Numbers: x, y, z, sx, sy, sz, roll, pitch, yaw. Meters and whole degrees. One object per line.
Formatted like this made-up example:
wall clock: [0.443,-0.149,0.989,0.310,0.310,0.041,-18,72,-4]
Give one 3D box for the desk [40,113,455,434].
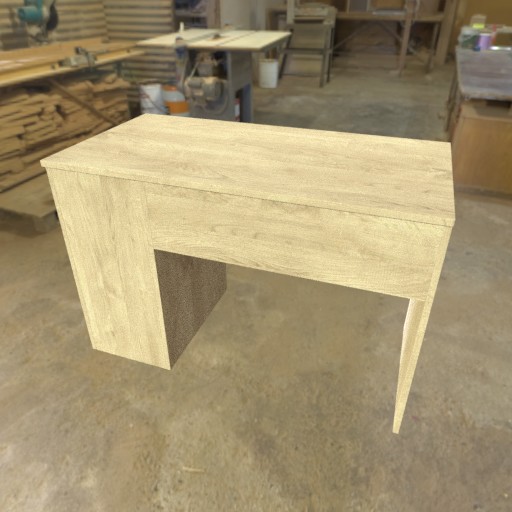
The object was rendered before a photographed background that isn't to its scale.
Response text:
desk: [0.000,0.000,1.514,1.097,0.735,0.560,11,33,17]
